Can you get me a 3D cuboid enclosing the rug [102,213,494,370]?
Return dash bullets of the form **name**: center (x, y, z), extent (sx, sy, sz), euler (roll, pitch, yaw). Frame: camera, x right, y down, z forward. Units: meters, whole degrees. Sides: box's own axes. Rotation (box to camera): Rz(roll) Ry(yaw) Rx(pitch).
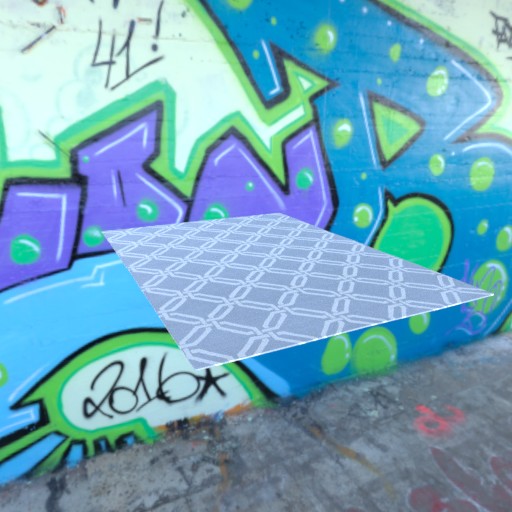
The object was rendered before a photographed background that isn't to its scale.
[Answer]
- **rug**: center (0.000, 0.000, 2.731), extent (1.522, 0.013, 2.133), euler (-9, 19, -25)
